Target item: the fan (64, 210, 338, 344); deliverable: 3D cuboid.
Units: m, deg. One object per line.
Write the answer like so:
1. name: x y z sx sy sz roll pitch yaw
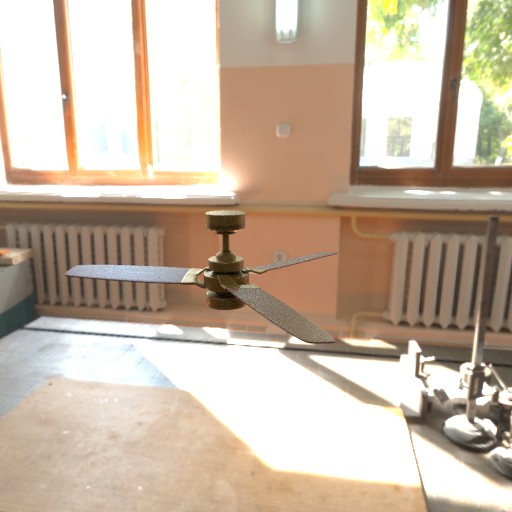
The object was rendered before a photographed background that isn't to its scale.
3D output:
1. fan: 0.000 0.000 2.062 1.271 0.425 1.416 -12 18 -43
